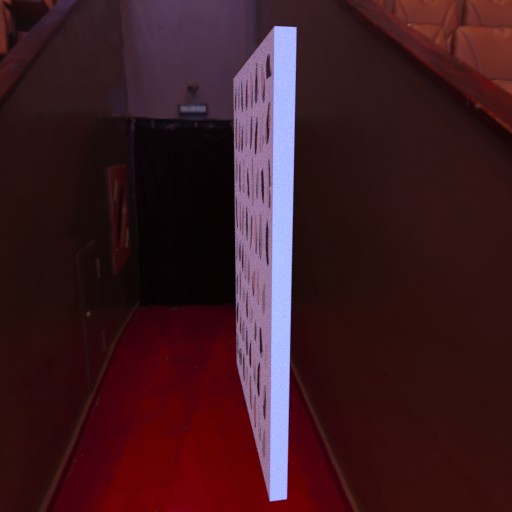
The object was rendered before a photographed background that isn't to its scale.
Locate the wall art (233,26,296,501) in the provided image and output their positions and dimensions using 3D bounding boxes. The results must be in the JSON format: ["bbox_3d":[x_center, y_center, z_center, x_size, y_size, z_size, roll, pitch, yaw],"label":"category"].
[{"bbox_3d":[0.000,0.000,1.118,0.037,0.916,0.610,-2,15,-9],"label":"wall art"}]
